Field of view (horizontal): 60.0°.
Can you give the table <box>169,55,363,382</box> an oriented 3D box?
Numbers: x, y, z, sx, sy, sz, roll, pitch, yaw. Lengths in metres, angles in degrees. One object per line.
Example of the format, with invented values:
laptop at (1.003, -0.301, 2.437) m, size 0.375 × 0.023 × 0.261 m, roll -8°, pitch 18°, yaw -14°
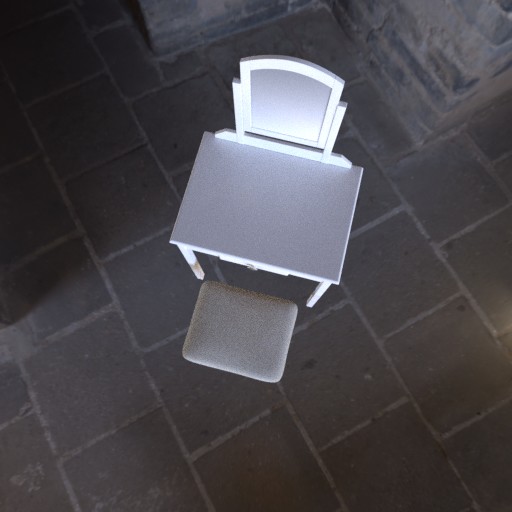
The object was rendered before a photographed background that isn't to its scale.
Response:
table at (0.000, 0.000, 2.320) m, size 0.876 × 1.631 × 1.211 m, roll 14°, pitch 76°, yaw 4°
